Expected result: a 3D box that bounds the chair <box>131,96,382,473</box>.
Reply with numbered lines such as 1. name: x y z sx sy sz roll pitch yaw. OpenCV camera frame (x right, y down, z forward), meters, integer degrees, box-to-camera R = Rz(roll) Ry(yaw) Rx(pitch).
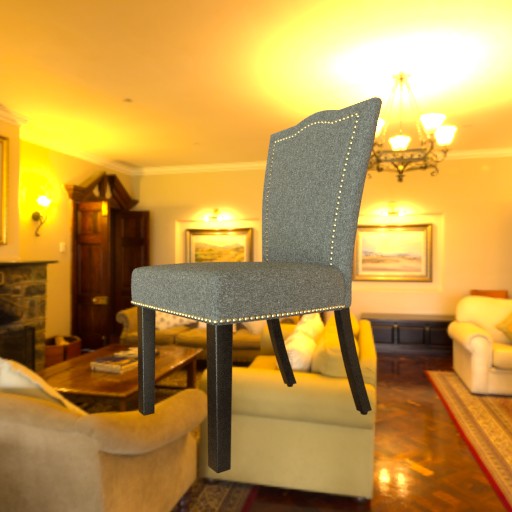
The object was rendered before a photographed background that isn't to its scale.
1. chair: 0.000 0.000 1.310 0.589 0.946 0.518 0 0 -35
